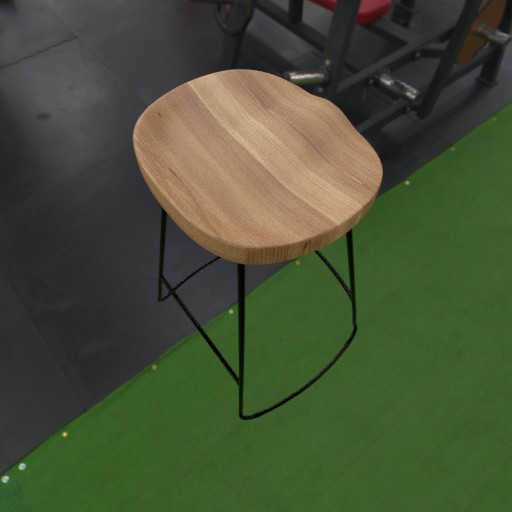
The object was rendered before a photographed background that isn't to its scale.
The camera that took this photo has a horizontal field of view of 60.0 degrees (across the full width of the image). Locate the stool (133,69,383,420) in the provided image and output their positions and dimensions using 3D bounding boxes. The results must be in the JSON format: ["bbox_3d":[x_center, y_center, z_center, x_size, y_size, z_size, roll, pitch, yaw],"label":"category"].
[{"bbox_3d":[0.000,0.000,0.983,0.401,0.679,0.480,-33,63,-19],"label":"stool"}]
